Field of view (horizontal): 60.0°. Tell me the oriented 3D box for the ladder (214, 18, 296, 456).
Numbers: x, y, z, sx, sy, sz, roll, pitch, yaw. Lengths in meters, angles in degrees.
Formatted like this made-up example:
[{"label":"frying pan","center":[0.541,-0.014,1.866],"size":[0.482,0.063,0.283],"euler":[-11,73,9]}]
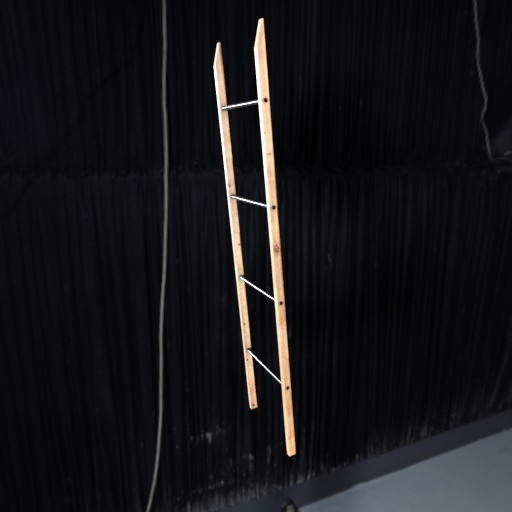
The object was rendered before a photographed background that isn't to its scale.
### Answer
[{"label":"ladder","center":[0.000,0.000,1.970],"size":[0.200,1.805,0.442],"euler":[-7,16,-25]}]
